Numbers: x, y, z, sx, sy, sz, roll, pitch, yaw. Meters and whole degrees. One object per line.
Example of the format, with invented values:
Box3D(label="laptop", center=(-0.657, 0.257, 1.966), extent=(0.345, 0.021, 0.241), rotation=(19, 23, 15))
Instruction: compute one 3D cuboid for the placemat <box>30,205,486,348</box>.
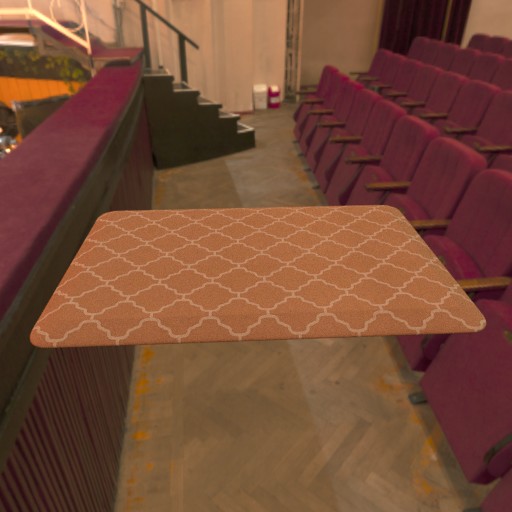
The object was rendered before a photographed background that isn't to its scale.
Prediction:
Box3D(label="placemat", center=(0.000, 0.000, 0.928), extent=(0.762, 0.021, 0.508), rotation=(-2, 30, -3))
